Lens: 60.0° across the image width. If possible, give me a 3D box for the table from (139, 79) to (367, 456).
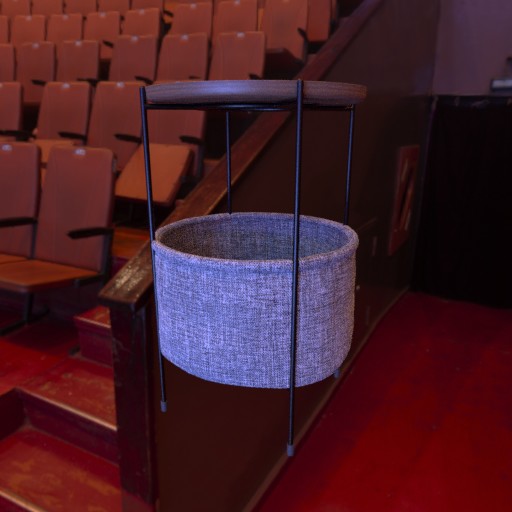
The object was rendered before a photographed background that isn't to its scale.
[{"bbox_3d":[0.000,0.000,0.881,0.400,0.623,0.400,8,19,26],"label":"table"}]
